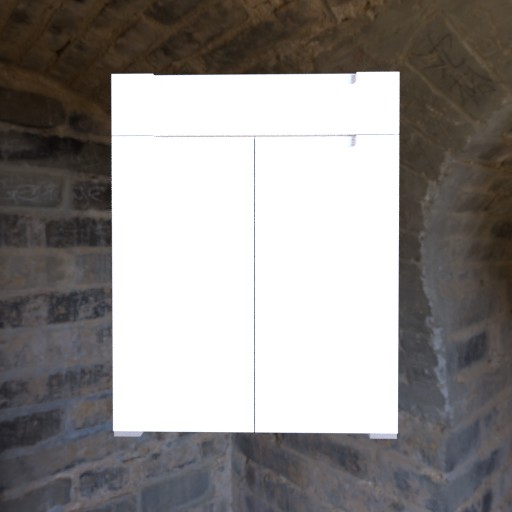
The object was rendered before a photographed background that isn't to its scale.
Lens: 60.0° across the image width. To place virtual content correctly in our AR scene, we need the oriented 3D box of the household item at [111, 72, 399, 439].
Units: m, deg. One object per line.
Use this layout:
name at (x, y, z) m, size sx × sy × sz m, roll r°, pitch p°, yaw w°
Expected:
household item at (0.000, 0.000, 1.427) m, size 0.790 × 1.010 × 0.420 m, roll 0°, pitch 1°, yaw 1°
